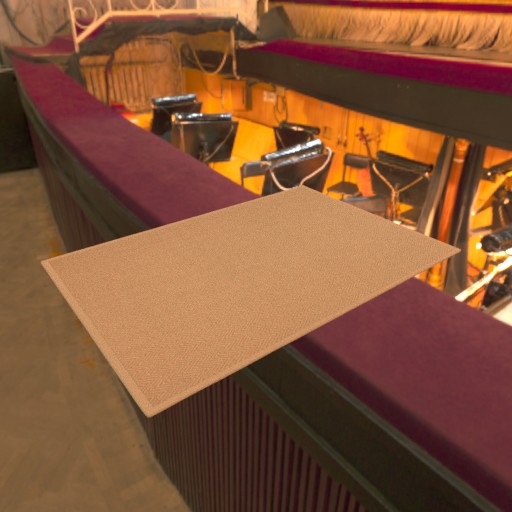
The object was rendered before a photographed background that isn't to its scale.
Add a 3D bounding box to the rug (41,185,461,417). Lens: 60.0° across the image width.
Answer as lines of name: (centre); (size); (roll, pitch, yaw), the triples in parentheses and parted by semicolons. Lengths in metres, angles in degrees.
rug: (0.000, 0.000, 2.848); (2.244, 0.017, 1.532); (-21, 35, -32)
